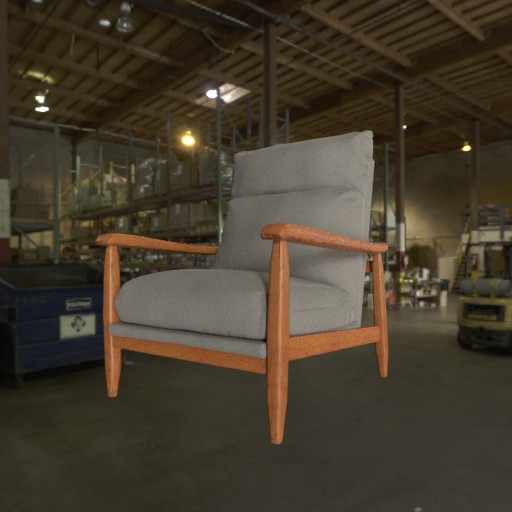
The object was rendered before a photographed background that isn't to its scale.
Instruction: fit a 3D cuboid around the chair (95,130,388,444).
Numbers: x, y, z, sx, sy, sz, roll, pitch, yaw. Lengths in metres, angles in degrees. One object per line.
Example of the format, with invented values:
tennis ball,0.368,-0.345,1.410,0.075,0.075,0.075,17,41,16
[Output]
chair,0.000,0.000,1.570,0.782,0.922,0.816,0,-1,35
